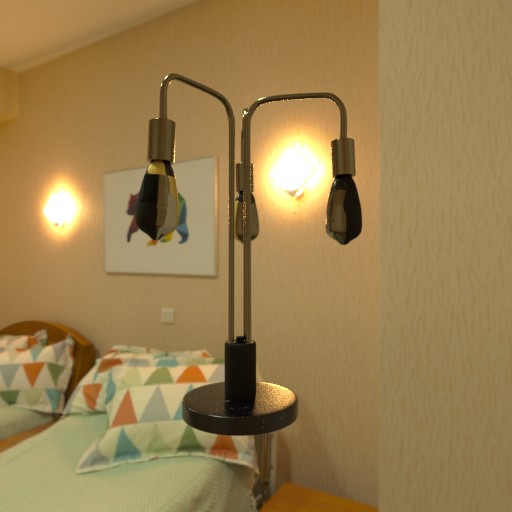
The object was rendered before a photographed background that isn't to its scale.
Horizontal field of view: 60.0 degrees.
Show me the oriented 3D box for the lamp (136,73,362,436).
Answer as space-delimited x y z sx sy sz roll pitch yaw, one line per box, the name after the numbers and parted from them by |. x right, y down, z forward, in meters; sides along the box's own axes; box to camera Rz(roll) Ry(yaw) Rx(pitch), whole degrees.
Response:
0.000 0.000 0.809 0.355 0.560 0.368 0 0 -1 | lamp
